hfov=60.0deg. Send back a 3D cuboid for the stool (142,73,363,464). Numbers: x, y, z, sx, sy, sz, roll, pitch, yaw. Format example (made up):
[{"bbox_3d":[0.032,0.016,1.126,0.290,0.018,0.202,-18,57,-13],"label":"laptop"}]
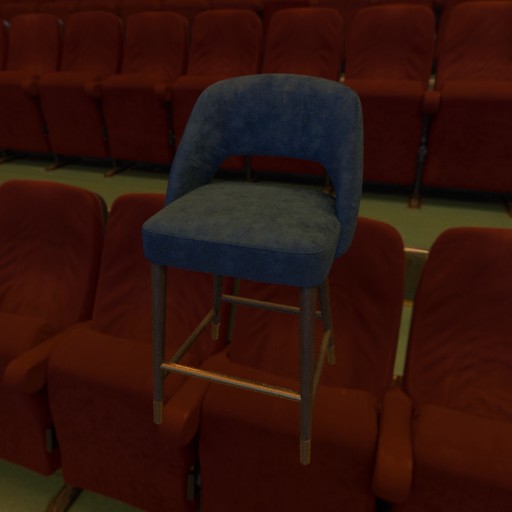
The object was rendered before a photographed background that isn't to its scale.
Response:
[{"bbox_3d":[0.000,0.000,1.253,0.536,0.925,0.524,8,27,16],"label":"stool"}]
